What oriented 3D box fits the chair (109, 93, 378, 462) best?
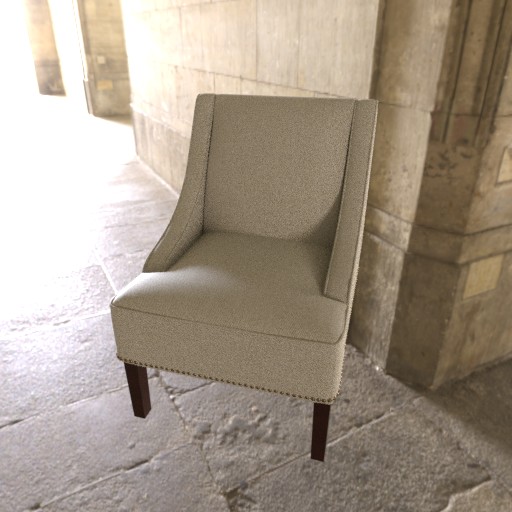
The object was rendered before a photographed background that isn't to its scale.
[{"bbox_3d":[0.000,0.000,1.392,0.628,0.872,0.748,7,28,14],"label":"chair"}]
